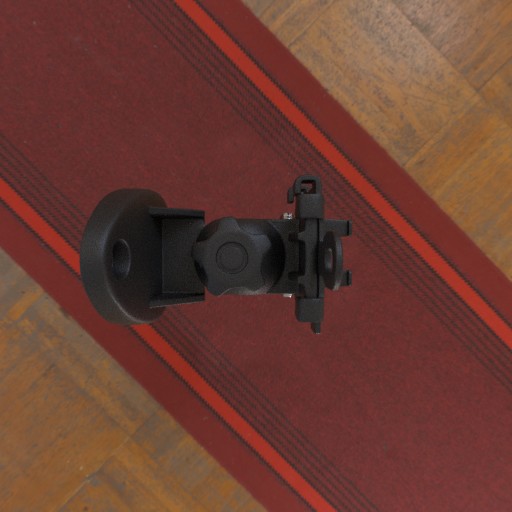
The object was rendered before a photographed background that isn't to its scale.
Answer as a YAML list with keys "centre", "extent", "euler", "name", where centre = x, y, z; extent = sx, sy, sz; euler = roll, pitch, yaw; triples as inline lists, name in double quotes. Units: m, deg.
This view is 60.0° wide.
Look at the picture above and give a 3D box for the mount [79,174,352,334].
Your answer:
- centre: [0.000, 0.000, 0.178]
  extent: [0.100, 0.118, 0.066]
  euler: [0, 92, 0]
  name: "mount"
